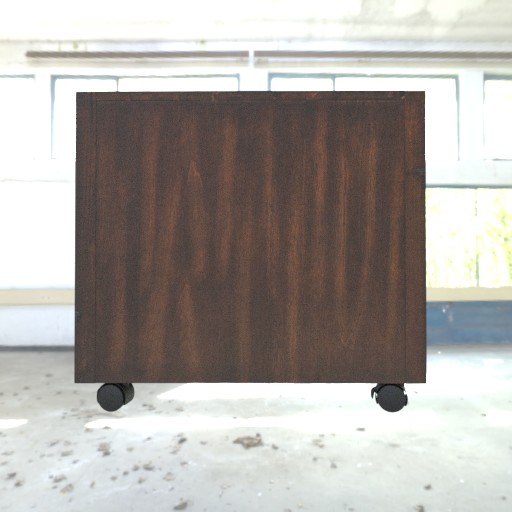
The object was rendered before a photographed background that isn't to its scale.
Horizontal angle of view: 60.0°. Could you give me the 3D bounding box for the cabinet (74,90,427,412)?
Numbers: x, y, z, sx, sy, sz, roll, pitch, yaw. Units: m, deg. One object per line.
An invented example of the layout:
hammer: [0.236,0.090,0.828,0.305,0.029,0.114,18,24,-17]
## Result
cabinet: [0.000,0.000,0.814,0.500,0.455,0.402,0,-1,0]
